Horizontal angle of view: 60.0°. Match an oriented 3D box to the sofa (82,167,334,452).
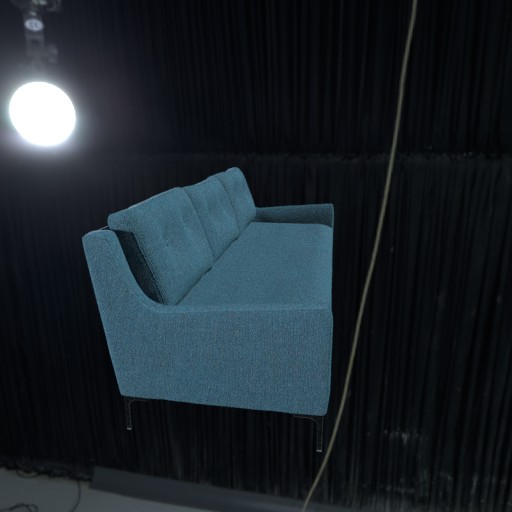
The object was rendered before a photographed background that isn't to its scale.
[{"bbox_3d":[0.000,0.000,2.467,0.849,0.837,2.060,3,16,9],"label":"sofa"}]
